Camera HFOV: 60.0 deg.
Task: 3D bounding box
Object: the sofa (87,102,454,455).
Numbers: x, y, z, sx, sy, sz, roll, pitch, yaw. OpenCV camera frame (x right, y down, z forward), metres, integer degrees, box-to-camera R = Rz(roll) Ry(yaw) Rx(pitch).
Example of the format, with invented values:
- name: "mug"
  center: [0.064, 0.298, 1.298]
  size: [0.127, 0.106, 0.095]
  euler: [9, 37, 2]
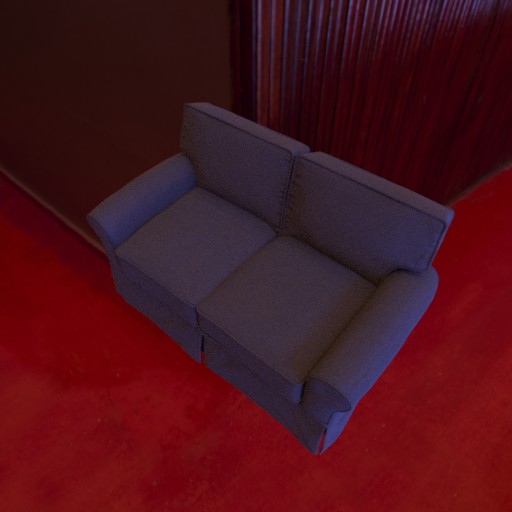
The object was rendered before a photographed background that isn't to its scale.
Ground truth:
- name: "sofa"
  center: [0.000, 0.000, 2.460]
  size: [1.801, 1.059, 0.997]
  euler: [31, 54, 26]
